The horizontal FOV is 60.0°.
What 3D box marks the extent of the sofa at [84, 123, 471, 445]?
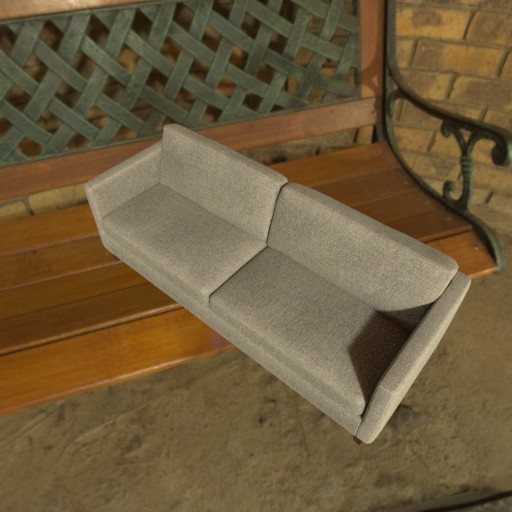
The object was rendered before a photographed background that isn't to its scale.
[{"bbox_3d":[0.000,0.000,2.972,2.434,0.951,0.948,32,54,26],"label":"sofa"}]
